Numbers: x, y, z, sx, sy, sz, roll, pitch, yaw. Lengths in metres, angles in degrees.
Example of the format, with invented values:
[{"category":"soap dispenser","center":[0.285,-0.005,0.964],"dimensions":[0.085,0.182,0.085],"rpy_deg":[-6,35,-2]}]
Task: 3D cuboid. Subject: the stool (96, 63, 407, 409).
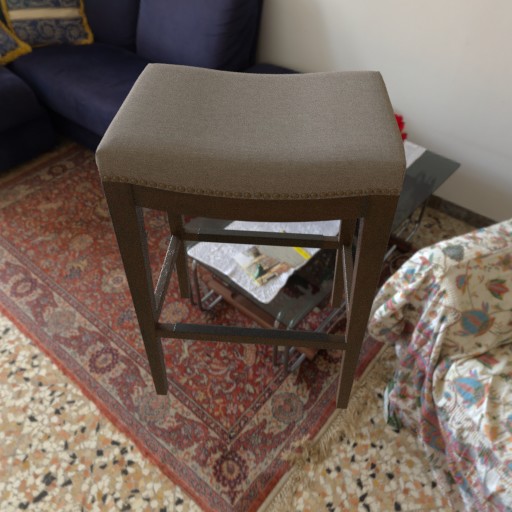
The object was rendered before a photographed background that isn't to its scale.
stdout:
[{"category":"stool","center":[0.000,0.000,1.032],"dimensions":[0.508,0.762,0.356],"rpy_deg":[3,46,3]}]
